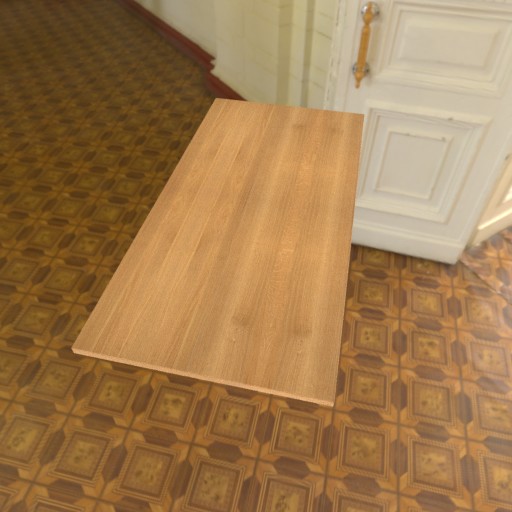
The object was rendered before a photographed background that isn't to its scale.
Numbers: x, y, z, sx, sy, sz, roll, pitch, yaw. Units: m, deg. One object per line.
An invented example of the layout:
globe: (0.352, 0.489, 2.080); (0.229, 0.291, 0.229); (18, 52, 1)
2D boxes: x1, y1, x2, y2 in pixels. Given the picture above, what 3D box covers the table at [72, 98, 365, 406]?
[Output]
table: (0.000, 0.000, 2.327); (0.900, 0.750, 1.800); (9, 48, 8)
